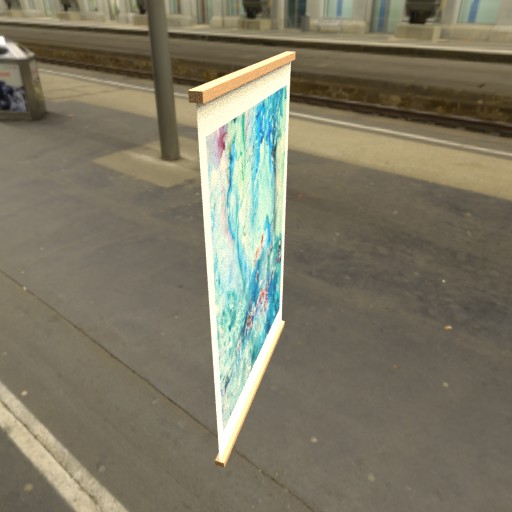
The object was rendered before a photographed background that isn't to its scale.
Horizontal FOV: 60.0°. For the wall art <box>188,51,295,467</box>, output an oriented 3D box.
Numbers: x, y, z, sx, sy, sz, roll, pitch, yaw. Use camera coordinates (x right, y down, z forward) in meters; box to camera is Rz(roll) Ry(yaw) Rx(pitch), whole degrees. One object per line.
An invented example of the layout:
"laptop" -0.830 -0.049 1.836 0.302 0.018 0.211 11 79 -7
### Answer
"wall art" 0.000 0.000 1.286 0.027 1.020 0.669 9 31 15
